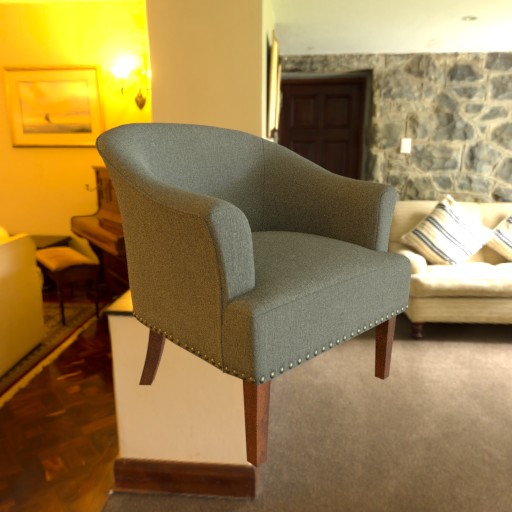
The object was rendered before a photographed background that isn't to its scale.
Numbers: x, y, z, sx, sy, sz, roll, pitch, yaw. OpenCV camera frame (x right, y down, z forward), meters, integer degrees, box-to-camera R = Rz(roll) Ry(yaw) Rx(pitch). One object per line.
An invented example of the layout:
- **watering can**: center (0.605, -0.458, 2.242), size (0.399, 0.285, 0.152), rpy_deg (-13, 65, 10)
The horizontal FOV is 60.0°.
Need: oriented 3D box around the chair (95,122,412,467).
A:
- **chair**: center (0.000, 0.000, 1.373), size (0.798, 0.815, 0.704), rpy_deg (-13, 18, -43)
